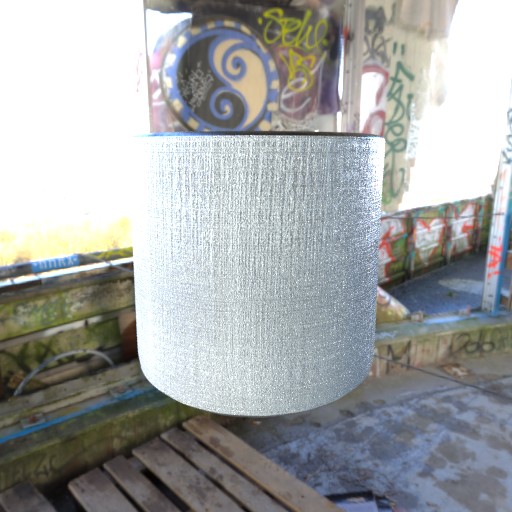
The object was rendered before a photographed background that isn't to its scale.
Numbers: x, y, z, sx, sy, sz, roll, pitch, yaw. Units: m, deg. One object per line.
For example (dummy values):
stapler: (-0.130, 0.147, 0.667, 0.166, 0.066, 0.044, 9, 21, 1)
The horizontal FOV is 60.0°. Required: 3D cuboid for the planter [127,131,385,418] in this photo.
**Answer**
planter: (0.000, 0.000, 0.298, 0.160, 0.156, 0.160, 0, 13, 0)
